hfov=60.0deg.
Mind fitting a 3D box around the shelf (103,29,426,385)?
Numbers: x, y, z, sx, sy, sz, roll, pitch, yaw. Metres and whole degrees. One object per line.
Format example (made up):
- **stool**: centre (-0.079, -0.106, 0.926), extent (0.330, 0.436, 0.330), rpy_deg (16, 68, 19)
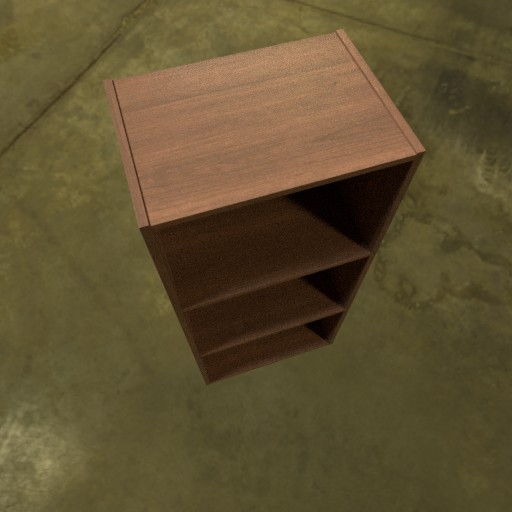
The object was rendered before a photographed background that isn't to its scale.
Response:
- **shelf**: centre (0.000, 0.000, 1.046), extent (0.414, 0.879, 0.290), rpy_deg (-16, 62, -9)
